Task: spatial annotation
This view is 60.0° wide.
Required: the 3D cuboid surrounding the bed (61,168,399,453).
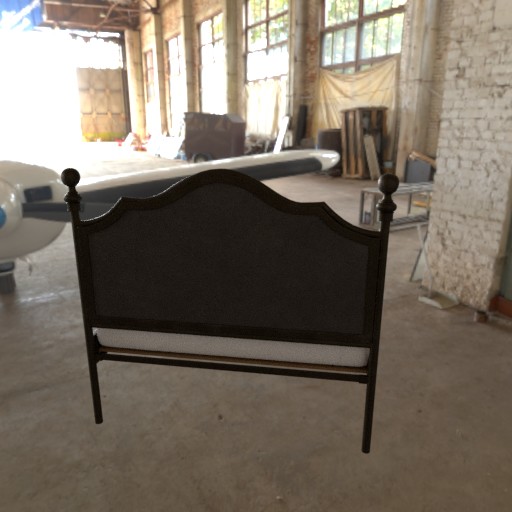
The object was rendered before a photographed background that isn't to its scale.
[{"bbox_3d":[0.000,0.000,3.322,1.642,1.499,2.224,3,17,9],"label":"bed"}]
